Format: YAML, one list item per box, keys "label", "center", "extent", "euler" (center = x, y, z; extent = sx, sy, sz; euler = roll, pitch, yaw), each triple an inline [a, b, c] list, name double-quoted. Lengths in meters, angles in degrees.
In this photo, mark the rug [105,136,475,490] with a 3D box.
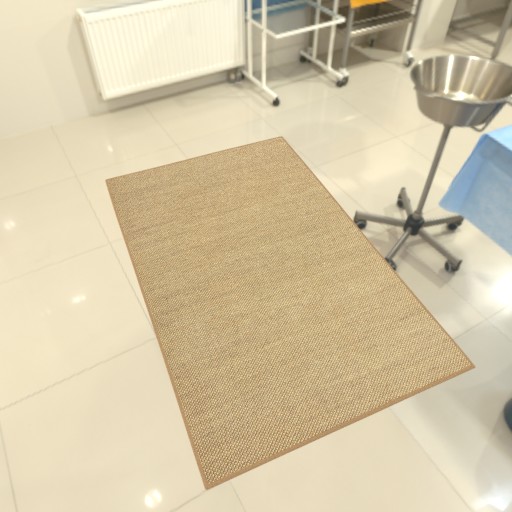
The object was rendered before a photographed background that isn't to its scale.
- label: "rug"
  center: [0.000, 0.000, 2.016]
  extent: [1.061, 0.012, 1.668]
  euler: [-18, 50, -15]
